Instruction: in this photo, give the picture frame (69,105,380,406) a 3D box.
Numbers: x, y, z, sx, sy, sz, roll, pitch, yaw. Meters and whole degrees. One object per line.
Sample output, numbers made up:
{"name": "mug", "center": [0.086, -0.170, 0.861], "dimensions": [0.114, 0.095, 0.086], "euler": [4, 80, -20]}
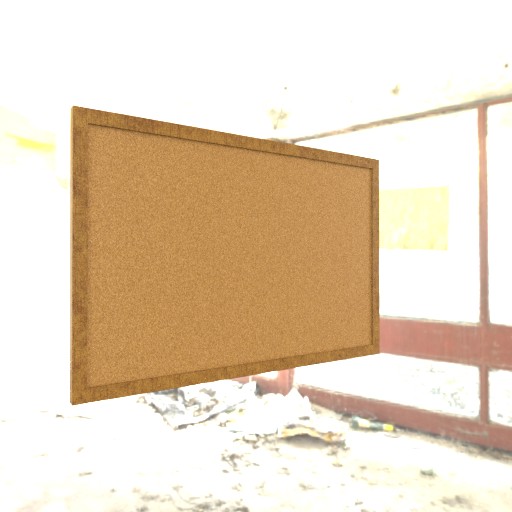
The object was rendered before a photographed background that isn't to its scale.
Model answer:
{"name": "picture frame", "center": [0.000, 0.000, 1.178], "dimensions": [0.922, 0.621, 0.029], "euler": [0, 0, -33]}
